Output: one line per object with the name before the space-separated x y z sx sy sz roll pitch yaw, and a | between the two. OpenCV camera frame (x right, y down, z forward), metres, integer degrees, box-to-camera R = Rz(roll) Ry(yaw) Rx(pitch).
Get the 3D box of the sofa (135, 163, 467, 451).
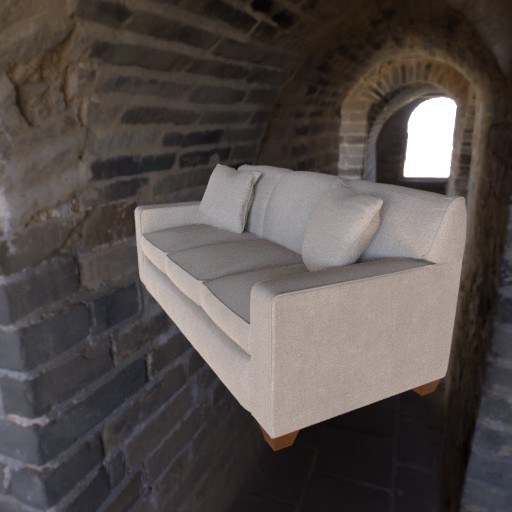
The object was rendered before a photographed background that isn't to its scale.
sofa | 0.000 0.000 2.580 0.997 0.958 2.024 -8 18 -26
